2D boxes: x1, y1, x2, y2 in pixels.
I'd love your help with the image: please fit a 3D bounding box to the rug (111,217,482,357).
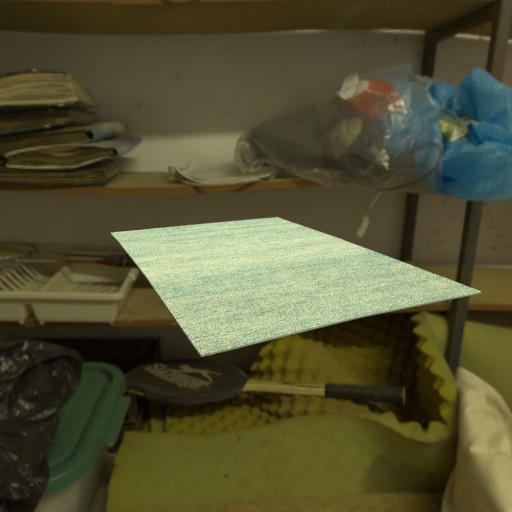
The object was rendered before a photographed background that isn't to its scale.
[{"bbox_3d":[0.000,0.000,5.350,2.802,0.052,4.078,-8,18,-25],"label":"rug"}]
